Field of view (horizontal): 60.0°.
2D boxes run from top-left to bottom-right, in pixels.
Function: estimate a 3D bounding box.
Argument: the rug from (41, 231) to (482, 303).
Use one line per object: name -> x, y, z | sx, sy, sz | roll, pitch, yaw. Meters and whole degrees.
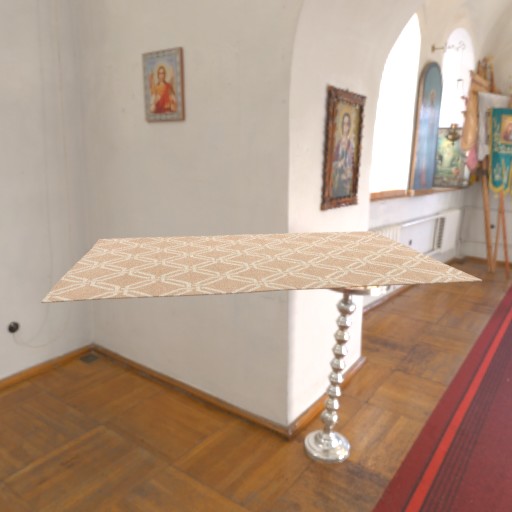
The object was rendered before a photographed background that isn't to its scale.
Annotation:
rug -> 0.000, 0.000, 2.255 | 1.745, 0.010, 1.146 | -2, 14, -9
